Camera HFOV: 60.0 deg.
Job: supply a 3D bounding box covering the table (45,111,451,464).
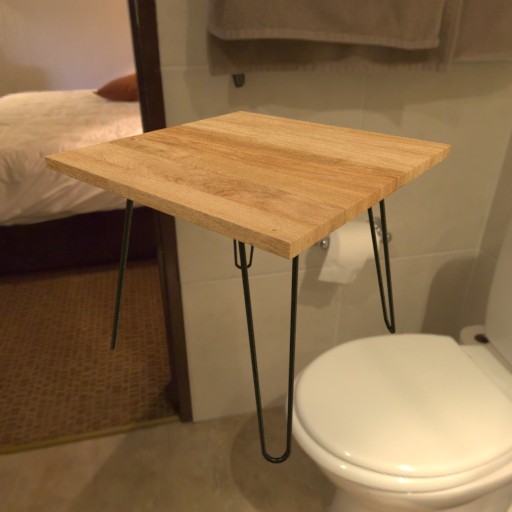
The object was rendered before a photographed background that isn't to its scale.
[{"bbox_3d":[0.000,0.000,1.038,0.599,0.500,0.599,21,35,34],"label":"table"}]
